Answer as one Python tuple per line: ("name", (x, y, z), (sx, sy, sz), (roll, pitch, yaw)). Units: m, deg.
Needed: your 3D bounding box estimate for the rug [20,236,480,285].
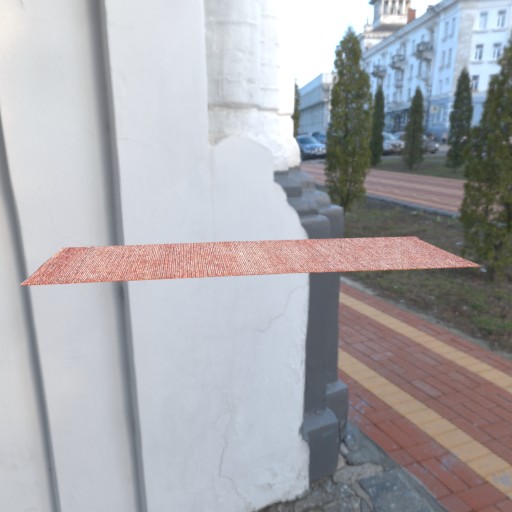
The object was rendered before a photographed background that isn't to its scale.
("rug", (0.000, 0.000, 2.583), (2.353, 0.013, 0.718), (-2, 16, -7))
